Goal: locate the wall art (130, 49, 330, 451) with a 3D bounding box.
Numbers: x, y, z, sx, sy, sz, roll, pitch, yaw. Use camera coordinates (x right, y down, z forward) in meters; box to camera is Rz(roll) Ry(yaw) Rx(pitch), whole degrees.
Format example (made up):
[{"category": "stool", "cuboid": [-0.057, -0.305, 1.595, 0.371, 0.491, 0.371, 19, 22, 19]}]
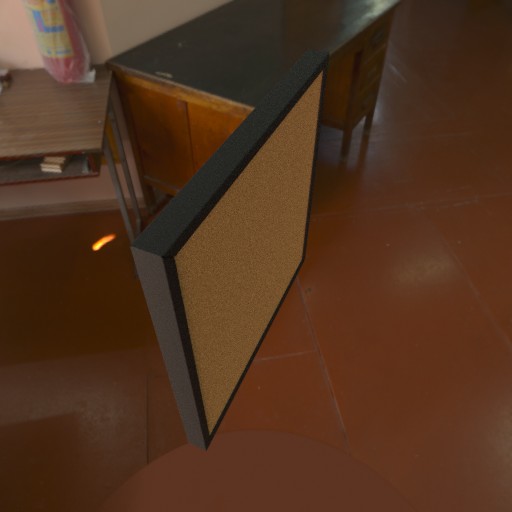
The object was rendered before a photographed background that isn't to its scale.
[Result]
[{"category": "wall art", "cuboid": [0.000, 0.000, 0.765, 0.037, 0.508, 0.508, 18, 50, 16]}]
